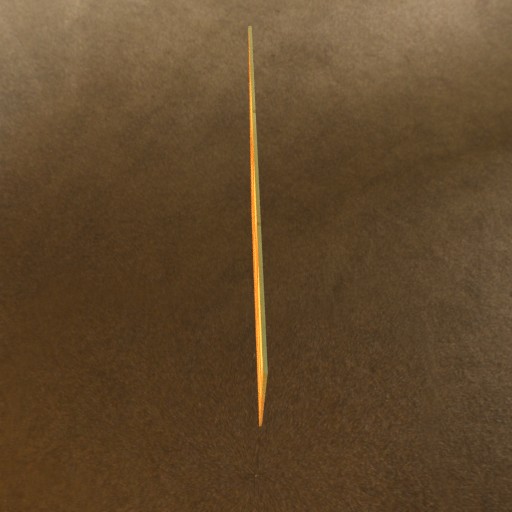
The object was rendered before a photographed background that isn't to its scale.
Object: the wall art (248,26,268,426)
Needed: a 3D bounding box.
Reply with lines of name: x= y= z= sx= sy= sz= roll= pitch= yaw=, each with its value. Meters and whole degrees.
wall art: x=0.000 y=0.000 z=2.305 sx=0.013 sy=1.523 sz=1.517 roll=-2 pitch=64 yaw=-1
